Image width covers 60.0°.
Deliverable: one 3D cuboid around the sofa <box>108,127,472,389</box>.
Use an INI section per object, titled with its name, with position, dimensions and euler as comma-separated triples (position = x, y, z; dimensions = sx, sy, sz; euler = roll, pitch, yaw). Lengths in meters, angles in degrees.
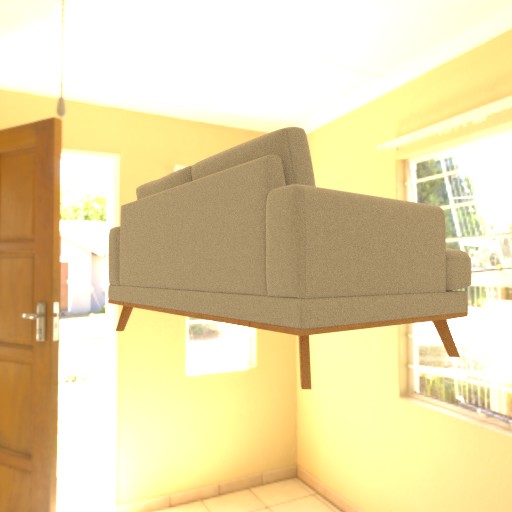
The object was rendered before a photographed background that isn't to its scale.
[sofa]
position = 0.000, 0.000, 2.114
dimensions = 0.915, 0.810, 1.651
euler = 2, -3, -37
